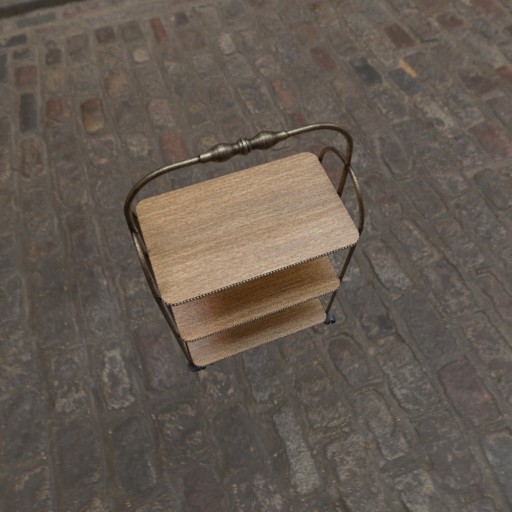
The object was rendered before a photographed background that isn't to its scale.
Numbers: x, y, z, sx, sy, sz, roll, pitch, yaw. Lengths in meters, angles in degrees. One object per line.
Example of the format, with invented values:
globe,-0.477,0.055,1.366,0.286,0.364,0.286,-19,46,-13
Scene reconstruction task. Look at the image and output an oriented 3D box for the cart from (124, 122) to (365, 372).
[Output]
cart,0.000,0.000,1.374,0.650,1.052,0.330,-18,64,-9
